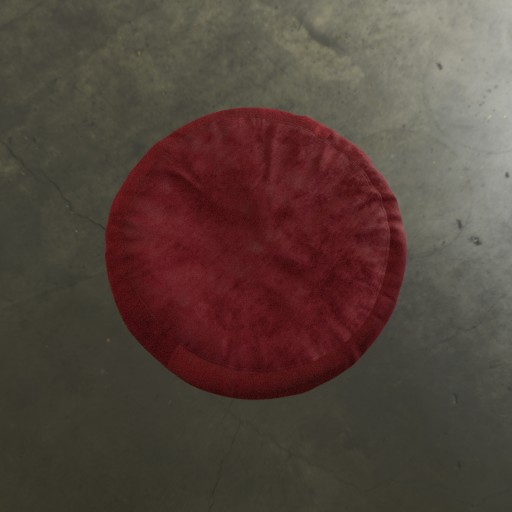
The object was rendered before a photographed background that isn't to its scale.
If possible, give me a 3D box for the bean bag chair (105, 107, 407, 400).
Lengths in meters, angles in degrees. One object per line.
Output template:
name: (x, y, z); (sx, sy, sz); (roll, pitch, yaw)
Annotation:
bean bag chair: (0.000, 0.000, 1.985); (1.219, 0.762, 1.219); (0, 76, 0)
